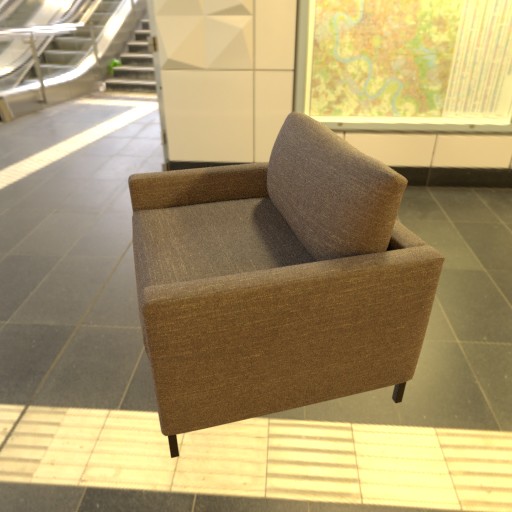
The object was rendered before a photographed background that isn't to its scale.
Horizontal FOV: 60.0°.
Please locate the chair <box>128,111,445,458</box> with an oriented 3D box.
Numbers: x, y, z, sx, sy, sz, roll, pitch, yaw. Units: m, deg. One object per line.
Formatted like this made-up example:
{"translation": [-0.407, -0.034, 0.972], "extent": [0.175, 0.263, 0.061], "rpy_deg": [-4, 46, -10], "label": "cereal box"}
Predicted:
{"translation": [0.000, 0.000, 1.592], "extent": [0.845, 0.841, 0.940], "rpy_deg": [-8, 31, -14], "label": "chair"}
